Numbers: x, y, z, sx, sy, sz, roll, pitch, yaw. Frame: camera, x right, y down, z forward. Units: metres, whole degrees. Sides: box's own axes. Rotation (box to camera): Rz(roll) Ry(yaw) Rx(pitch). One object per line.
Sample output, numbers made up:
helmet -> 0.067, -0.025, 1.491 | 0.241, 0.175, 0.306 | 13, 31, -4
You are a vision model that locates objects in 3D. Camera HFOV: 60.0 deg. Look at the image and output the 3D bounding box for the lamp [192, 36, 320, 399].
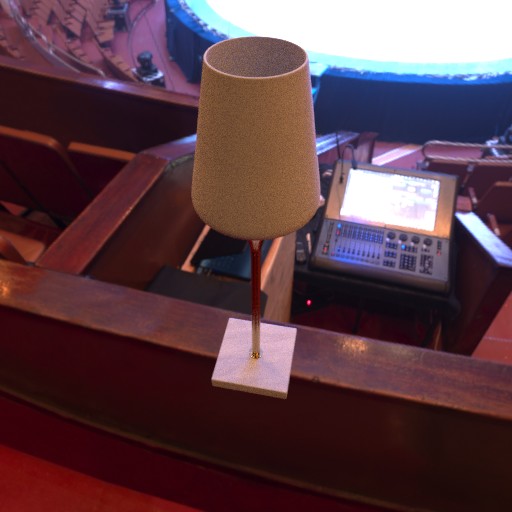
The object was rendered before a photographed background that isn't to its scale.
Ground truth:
lamp -> 0.000, 0.000, 0.720 | 0.181, 0.639, 0.181 | 8, 47, 8
